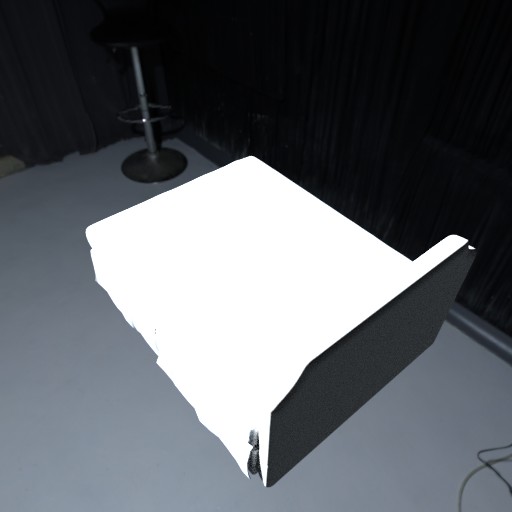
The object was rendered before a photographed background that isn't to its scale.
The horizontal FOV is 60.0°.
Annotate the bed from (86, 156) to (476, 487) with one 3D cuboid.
[{"bbox_3d":[0.000,0.000,3.538,1.977,1.293,2.498,-30,52,-27],"label":"bed"}]
